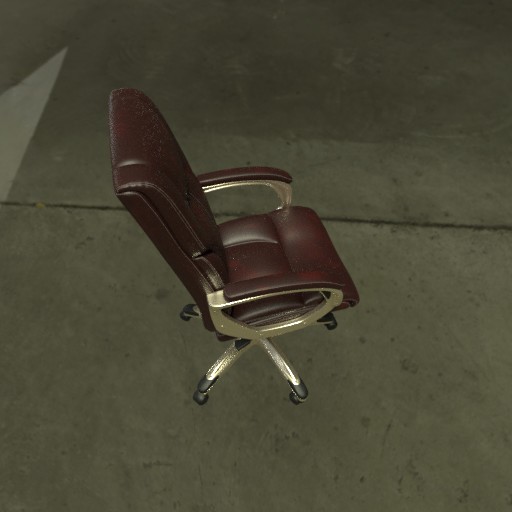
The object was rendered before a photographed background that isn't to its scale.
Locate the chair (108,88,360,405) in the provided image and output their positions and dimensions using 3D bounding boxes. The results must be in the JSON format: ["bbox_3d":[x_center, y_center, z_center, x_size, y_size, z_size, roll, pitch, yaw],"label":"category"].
[{"bbox_3d":[0.000,0.000,1.532,0.739,1.107,0.662,-10,48,-10],"label":"chair"}]
